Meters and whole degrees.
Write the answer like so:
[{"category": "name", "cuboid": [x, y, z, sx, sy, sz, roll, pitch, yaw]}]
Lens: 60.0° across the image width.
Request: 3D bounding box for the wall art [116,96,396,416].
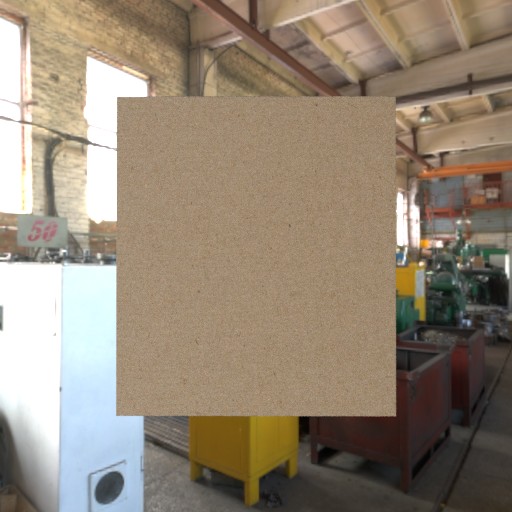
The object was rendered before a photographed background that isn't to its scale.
[{"category": "wall art", "cuboid": [0.000, 0.000, 1.211, 0.755, 0.863, 0.028, 0, 0, 0]}]
